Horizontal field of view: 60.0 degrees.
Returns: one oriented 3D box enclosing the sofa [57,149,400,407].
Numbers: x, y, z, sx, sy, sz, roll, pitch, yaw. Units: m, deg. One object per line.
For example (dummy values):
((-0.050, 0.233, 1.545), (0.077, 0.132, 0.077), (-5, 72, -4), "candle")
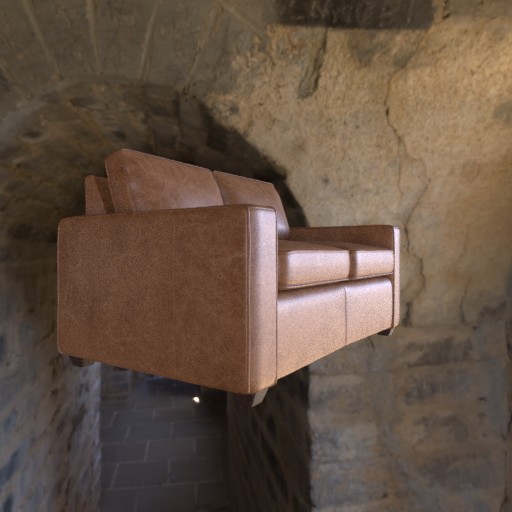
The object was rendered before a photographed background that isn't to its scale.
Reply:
((0.000, 0.000, 2.165), (1.020, 0.896, 1.532), (0, 1, 34), "sofa")
